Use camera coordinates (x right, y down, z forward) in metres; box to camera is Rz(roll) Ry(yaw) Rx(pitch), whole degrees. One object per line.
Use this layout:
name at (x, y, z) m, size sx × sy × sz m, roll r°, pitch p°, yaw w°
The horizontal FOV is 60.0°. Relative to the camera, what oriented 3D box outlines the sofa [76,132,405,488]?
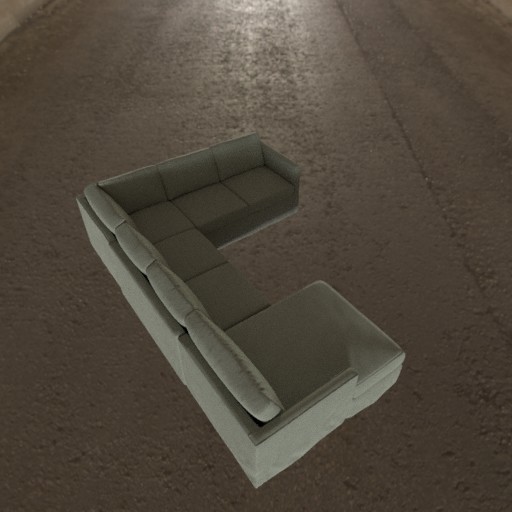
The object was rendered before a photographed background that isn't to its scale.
sofa at (0.000, 0.000, 4.499) m, size 2.440 × 0.869 × 3.434 m, roll -26°, pitch 48°, yaw -26°
